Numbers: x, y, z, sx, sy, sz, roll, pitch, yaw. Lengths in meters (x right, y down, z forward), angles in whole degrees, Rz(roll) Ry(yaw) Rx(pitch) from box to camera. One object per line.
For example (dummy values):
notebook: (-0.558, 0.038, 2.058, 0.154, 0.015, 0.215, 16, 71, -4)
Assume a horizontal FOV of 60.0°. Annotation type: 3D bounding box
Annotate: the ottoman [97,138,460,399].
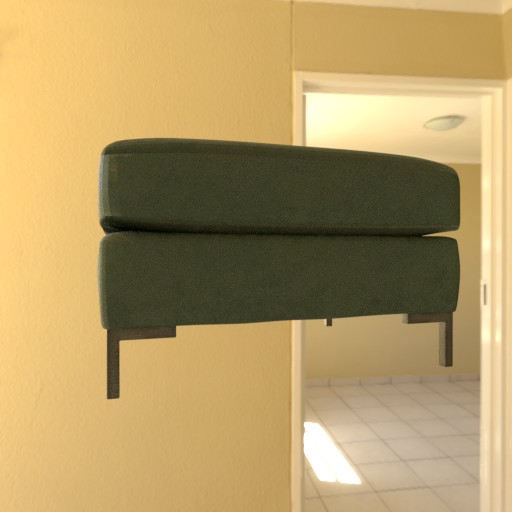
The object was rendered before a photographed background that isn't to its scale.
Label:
ottoman: (0.000, 0.000, 1.269, 0.839, 0.538, 0.701, 0, 0, -18)
